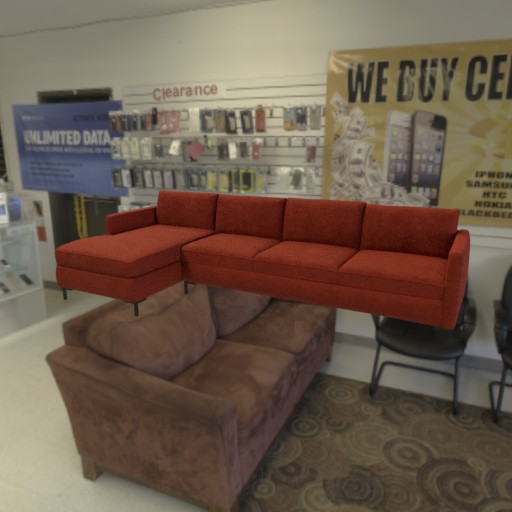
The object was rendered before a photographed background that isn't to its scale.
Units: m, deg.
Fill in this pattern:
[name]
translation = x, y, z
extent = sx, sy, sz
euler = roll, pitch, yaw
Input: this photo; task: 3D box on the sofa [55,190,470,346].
[sofa]
translation = 0.000, 0.000, 2.860
extent = 2.467, 0.663, 1.136
euler = 8, 17, 26
